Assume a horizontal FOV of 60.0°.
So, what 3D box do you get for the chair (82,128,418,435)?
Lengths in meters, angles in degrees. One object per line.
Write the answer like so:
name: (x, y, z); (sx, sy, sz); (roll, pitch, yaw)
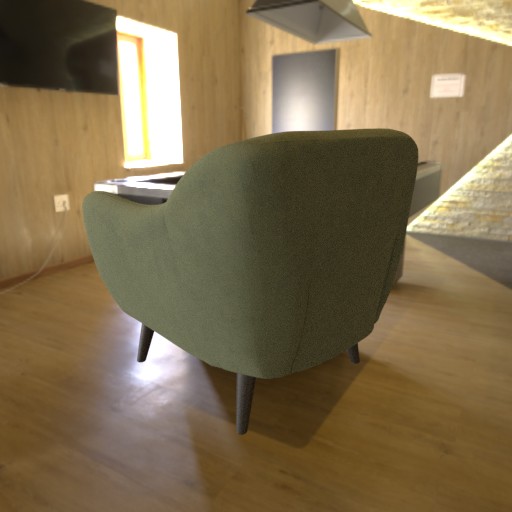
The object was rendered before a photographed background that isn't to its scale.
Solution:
chair: (0.000, 0.000, 1.453); (0.840, 0.804, 0.819); (-15, 22, -42)
